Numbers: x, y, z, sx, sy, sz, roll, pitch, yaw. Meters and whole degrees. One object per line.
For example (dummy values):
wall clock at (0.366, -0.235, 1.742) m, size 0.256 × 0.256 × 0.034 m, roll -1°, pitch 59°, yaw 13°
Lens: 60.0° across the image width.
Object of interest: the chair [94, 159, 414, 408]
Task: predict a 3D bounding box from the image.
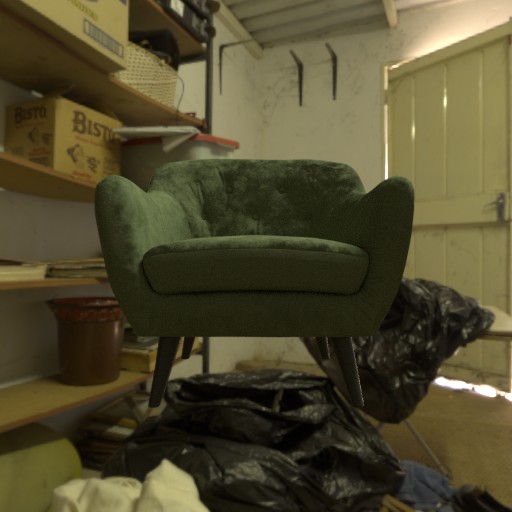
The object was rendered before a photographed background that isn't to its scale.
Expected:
chair at (0.000, 0.000, 1.504) m, size 0.840 × 0.804 × 0.819 m, roll 0°, pitch 0°, yaw 0°
